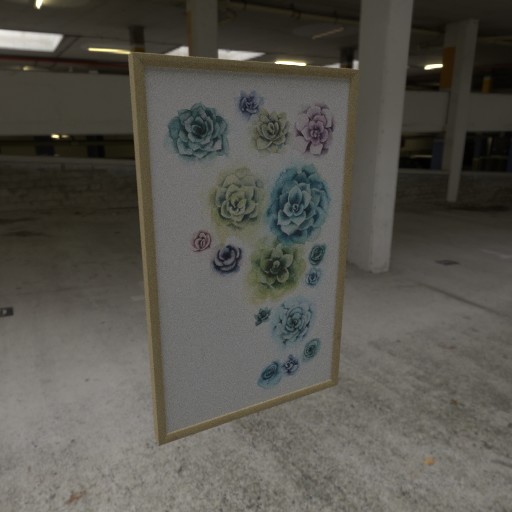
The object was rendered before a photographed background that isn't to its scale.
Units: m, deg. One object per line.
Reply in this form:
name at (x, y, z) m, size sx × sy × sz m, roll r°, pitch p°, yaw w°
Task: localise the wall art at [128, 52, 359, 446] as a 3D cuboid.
wall art at (0.000, 0.000, 1.007) m, size 0.510 × 0.810 × 0.039 m, roll -9°, pitch 19°, yaw -28°
